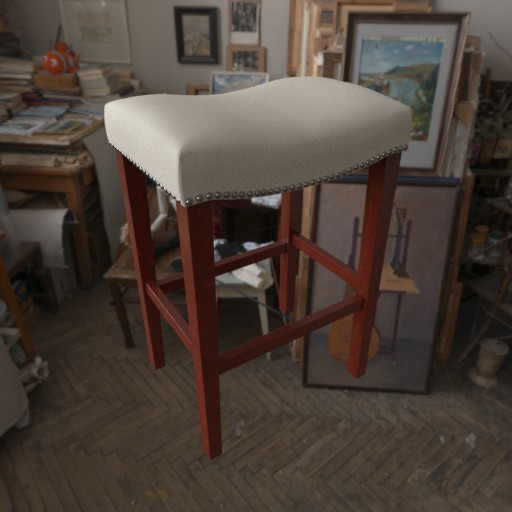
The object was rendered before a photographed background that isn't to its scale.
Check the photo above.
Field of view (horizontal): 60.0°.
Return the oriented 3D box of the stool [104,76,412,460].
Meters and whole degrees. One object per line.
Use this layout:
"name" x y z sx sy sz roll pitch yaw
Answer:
"stool" 0.000 0.000 1.046 0.504 0.742 0.372 -19 36 -27
